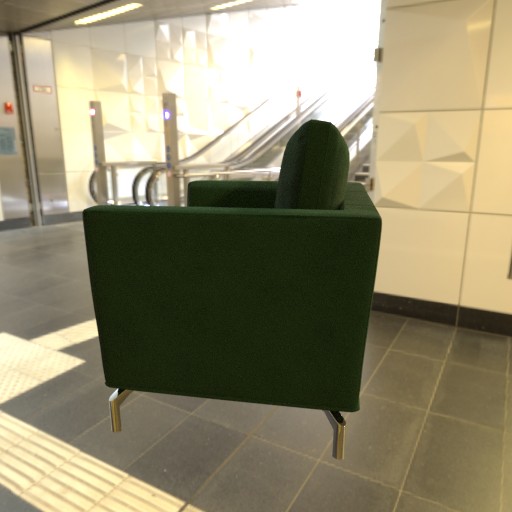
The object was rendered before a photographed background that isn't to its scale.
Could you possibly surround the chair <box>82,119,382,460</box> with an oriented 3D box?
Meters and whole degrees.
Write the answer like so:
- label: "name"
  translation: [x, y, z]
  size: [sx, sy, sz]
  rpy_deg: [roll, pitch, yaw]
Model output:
- label: "chair"
  translation: [0.000, 0.000, 1.753]
  size: [0.852, 0.997, 1.047]
  rpy_deg: [3, 14, 10]
